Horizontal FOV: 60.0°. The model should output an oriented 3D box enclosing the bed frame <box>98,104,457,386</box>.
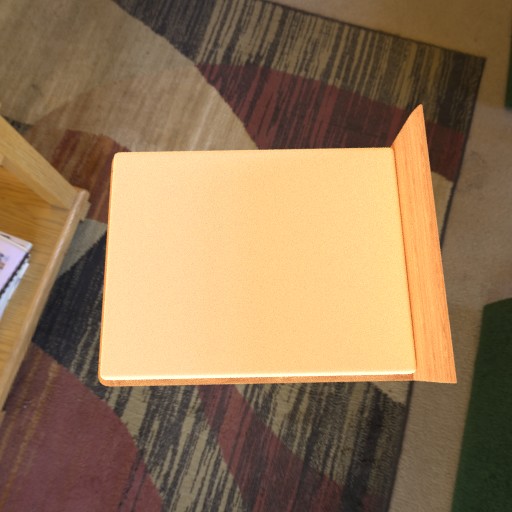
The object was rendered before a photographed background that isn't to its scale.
[{"bbox_3d":[0.000,0.000,2.992,2.092,0.940,1.660,-1,76,0],"label":"bed frame"}]
